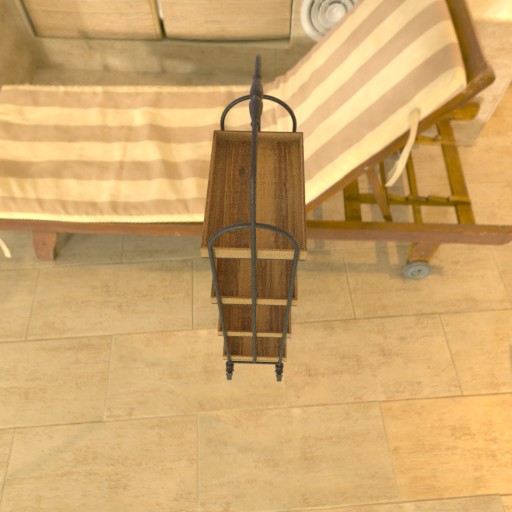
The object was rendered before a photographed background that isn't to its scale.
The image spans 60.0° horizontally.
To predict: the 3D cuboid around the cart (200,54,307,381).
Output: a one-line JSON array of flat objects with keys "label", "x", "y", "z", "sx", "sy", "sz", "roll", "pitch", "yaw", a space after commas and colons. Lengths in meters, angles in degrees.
[{"label": "cart", "x": 0.000, "y": 0.000, "z": 1.716, "sx": 0.308, "sy": 1.481, "sz": 0.581, "roll": 2, "pitch": 59, "yaw": 1}]
